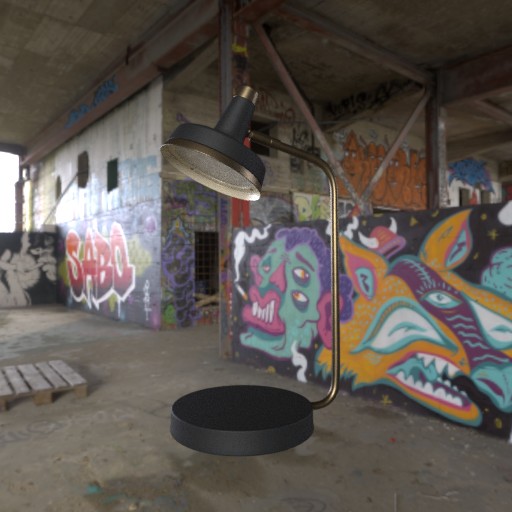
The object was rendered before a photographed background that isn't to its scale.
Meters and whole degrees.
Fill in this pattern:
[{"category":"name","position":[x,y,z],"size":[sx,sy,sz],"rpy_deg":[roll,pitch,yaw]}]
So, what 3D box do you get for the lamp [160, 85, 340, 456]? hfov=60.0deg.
[{"category":"lamp","position":[0.000,0.000,0.510],"size":[0.218,0.385,0.162],"rpy_deg":[0,-1,-19]}]
